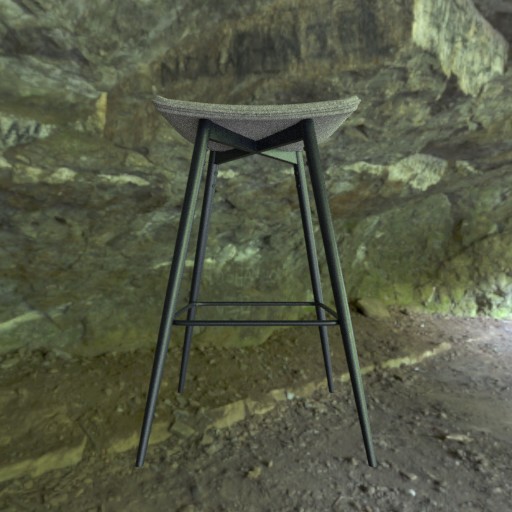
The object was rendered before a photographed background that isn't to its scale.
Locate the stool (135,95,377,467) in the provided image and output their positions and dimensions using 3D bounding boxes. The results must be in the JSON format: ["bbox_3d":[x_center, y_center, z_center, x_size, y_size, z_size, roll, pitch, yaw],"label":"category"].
[{"bbox_3d":[0.000,0.000,1.093,0.469,0.814,0.480,0,0,0],"label":"stool"}]
